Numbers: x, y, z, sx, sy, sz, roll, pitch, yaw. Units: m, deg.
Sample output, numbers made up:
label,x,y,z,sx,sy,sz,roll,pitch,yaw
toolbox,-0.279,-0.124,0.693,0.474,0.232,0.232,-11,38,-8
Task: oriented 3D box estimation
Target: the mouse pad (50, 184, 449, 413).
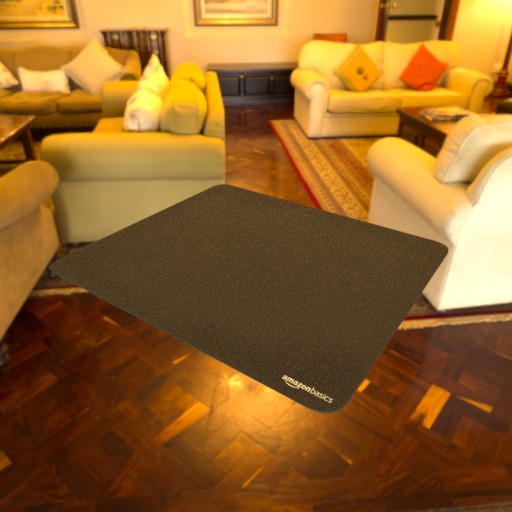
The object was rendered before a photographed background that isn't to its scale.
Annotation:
label,x,y,z,sx,sy,sz,roll,pitch,yaw
mouse pad,0.000,0.000,0.644,0.451,0.002,0.393,20,36,30
